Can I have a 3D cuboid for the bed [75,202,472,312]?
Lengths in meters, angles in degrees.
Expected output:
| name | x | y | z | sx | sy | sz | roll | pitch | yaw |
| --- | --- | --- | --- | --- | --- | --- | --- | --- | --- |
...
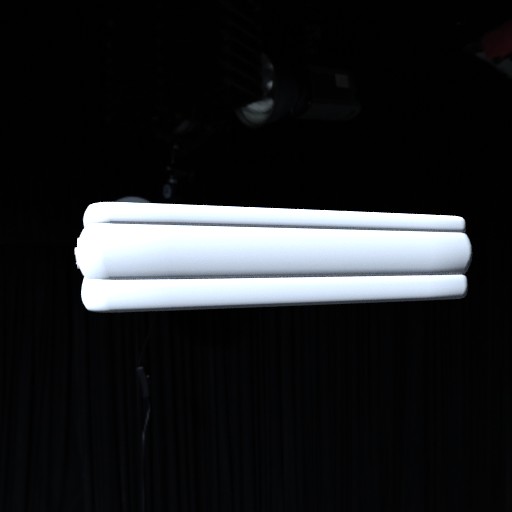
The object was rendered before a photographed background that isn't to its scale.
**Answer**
| name | x | y | z | sx | sy | sz | roll | pitch | yaw |
| --- | --- | --- | --- | --- | --- | --- | --- | --- | --- |
| bed | 0.000 | 0.000 | 2.697 | 2.036 | 0.460 | 1.520 | 0 | 0 | -20 |
